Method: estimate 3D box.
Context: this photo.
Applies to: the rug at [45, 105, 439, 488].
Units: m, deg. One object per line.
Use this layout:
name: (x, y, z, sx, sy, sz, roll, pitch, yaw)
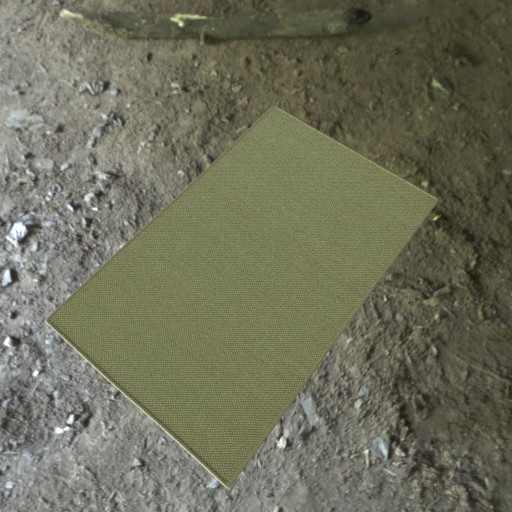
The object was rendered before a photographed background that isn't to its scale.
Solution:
rug: (0.000, 0.000, 2.109, 1.067, 0.013, 1.676, 35, 68, 17)
